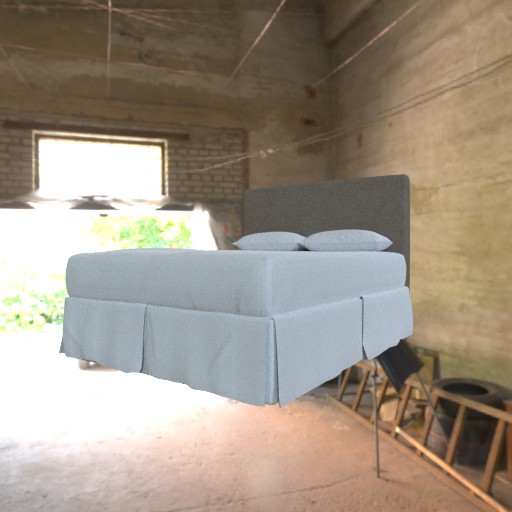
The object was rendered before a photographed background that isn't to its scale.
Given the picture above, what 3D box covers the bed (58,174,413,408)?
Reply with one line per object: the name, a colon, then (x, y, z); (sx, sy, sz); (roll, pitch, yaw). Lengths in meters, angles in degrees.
bed: (0.000, 0.000, 3.215); (1.723, 1.330, 2.142); (0, 1, 35)
